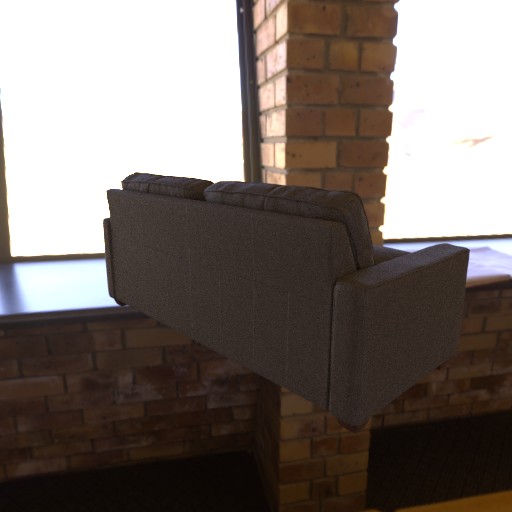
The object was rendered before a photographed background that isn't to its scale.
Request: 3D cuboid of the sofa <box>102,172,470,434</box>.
[{"bbox_3d":[0.000,0.000,2.565,0.940,0.919,2.080,-13,19,-42],"label":"sofa"}]
